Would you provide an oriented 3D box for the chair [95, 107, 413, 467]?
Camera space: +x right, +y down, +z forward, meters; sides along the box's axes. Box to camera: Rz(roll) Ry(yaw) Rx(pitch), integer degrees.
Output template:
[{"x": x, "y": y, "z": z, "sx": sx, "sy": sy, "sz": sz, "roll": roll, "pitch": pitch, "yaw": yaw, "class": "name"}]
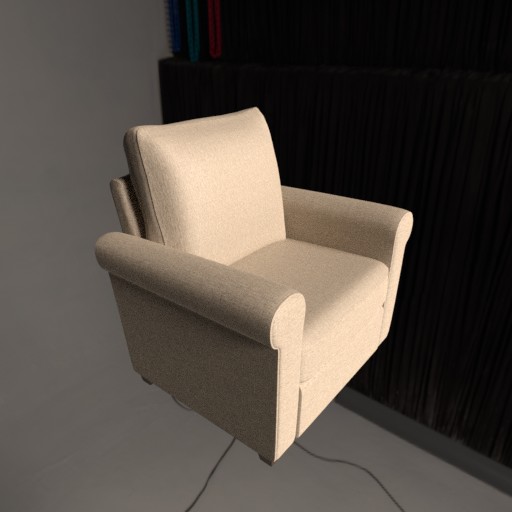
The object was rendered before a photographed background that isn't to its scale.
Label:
[{"x": 0.000, "y": 0.000, "z": 2.316, "sx": 1.180, "sy": 1.349, "sz": 1.275, "roll": 19, "pitch": 32, "yaw": 34, "class": "chair"}]
